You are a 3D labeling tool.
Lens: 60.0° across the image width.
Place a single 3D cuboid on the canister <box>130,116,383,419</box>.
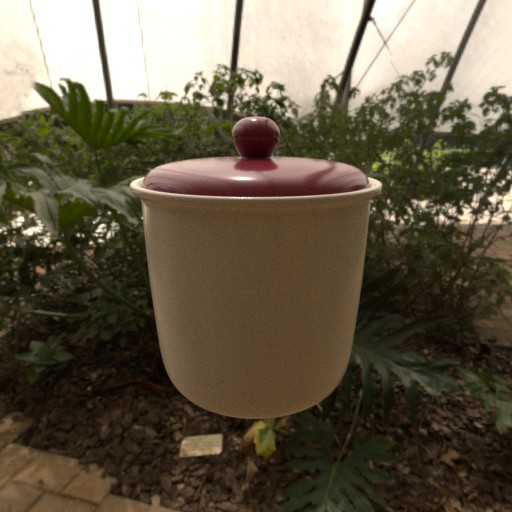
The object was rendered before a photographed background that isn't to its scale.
[{"bbox_3d":[0.000,0.000,0.346,0.182,0.208,0.182,0,16,0],"label":"canister"}]
